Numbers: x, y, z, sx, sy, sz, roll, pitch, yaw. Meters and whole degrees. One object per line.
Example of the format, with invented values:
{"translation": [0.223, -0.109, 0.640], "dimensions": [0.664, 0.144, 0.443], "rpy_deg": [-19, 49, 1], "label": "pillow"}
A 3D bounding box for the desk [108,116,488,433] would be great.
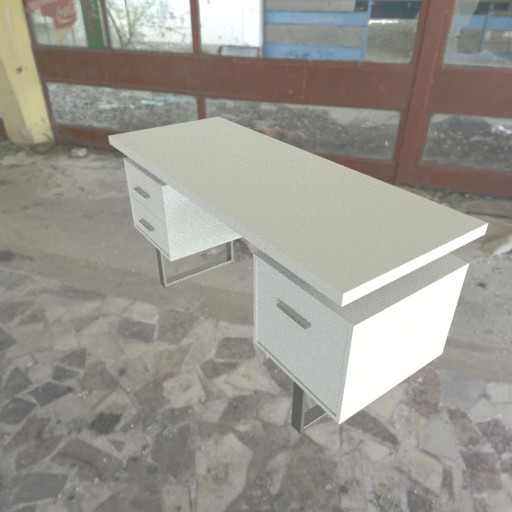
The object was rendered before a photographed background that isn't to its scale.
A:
{"translation": [0.000, 0.000, 1.895], "dimensions": [0.603, 0.773, 1.530], "rpy_deg": [-21, 37, -30], "label": "desk"}
